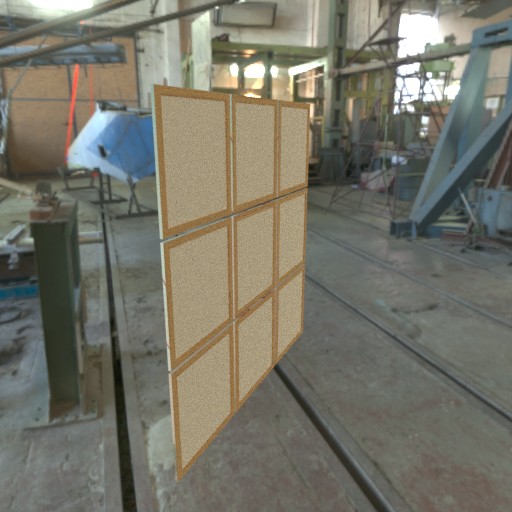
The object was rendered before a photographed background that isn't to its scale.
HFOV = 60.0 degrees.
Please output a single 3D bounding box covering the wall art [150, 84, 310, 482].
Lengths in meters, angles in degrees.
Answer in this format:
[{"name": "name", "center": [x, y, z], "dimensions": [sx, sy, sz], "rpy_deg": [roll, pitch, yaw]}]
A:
[{"name": "wall art", "center": [0.000, 0.000, 2.255], "dimensions": [0.013, 1.523, 1.517], "rpy_deg": [8, 18, 24]}]
